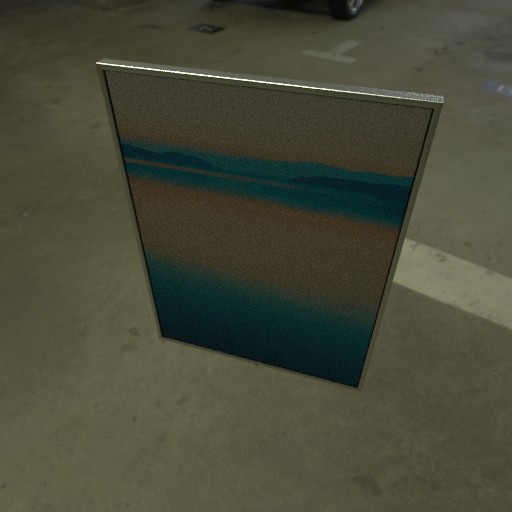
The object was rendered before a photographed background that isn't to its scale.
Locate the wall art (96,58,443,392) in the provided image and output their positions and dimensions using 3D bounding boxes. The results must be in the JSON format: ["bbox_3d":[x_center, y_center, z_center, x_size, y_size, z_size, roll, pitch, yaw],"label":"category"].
[{"bbox_3d":[0.000,0.000,1.343,0.801,1.062,0.037,12,43,13],"label":"wall art"}]
